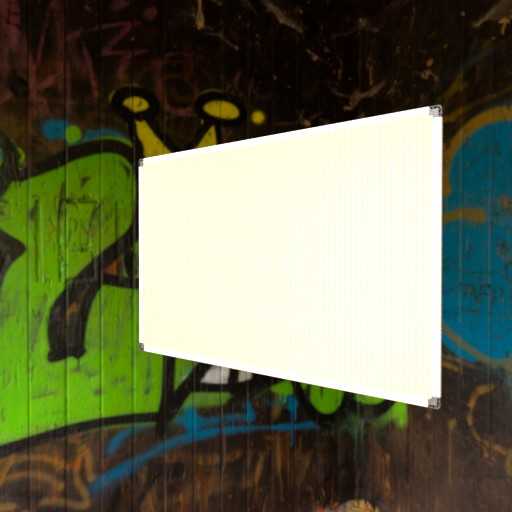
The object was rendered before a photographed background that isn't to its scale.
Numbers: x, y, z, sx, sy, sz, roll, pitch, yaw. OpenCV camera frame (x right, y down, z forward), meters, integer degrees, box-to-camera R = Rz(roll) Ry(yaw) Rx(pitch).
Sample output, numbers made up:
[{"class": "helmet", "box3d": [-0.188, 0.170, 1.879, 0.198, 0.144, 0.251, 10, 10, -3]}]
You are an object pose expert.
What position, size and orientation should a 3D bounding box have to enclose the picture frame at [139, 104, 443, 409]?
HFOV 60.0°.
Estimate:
[{"class": "picture frame", "box3d": [0.000, 0.000, 1.132, 0.900, 0.600, 0.010, 1, 1, 36]}]
